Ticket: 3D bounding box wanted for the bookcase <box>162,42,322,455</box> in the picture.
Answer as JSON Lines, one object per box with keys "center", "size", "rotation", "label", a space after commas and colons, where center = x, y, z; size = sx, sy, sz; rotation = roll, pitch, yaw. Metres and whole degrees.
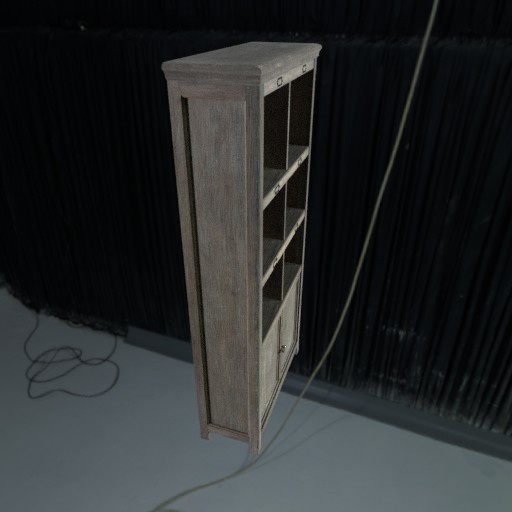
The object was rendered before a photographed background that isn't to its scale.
{"center": [0.000, 0.000, 2.234], "size": [0.348, 1.880, 0.906], "rotation": [10, 31, 16], "label": "bookcase"}
